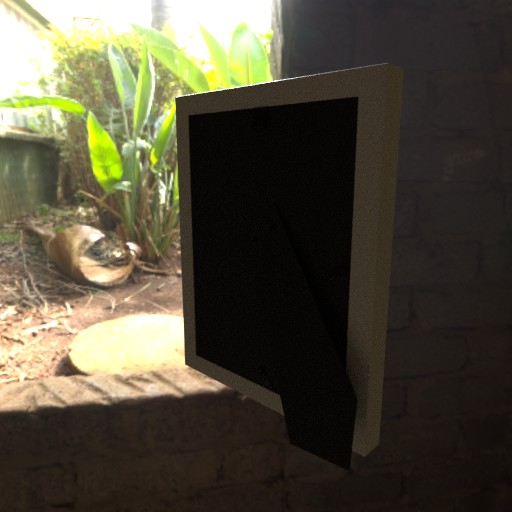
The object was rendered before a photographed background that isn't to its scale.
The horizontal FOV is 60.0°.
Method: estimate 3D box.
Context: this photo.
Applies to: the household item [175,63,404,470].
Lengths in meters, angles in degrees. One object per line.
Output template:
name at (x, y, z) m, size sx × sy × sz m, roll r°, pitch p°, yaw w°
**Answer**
household item at (0.000, 0.000, 0.340) m, size 0.200 × 0.250 × 0.045 m, roll 12°, pitch 17°, yaw 43°
